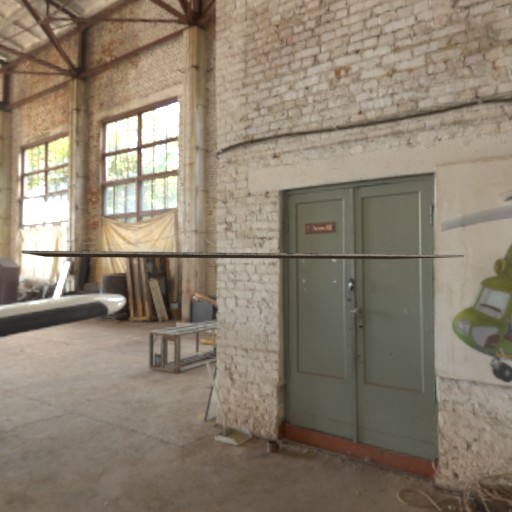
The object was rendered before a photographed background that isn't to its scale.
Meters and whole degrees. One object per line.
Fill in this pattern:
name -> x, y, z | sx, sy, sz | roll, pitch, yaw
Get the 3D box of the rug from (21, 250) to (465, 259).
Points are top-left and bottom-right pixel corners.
rug -> 0.000, 0.000, 2.700 | 2.434, 0.013, 0.770 | 0, -2, -18
